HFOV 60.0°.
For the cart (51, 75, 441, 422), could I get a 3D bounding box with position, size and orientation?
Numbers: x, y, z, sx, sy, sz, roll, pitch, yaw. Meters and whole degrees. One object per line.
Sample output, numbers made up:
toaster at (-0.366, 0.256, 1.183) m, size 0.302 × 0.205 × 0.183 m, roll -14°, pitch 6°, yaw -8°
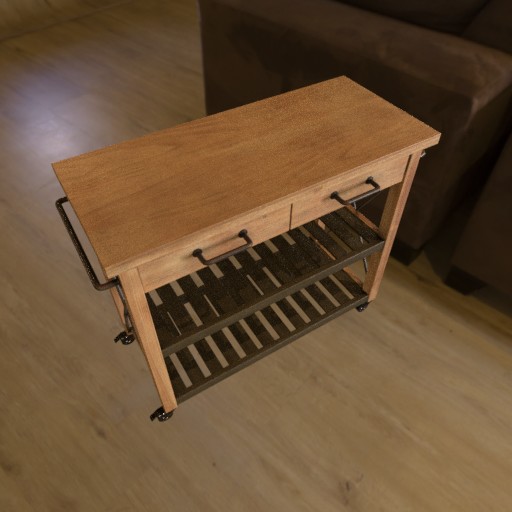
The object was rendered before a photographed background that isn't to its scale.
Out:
cart at (0.000, 0.000, 0.993) m, size 0.686 × 0.554 × 0.298 m, roll -24°, pitch 51°, yaw -21°
